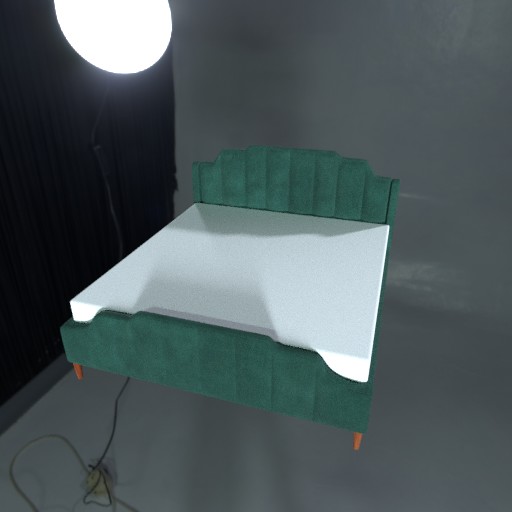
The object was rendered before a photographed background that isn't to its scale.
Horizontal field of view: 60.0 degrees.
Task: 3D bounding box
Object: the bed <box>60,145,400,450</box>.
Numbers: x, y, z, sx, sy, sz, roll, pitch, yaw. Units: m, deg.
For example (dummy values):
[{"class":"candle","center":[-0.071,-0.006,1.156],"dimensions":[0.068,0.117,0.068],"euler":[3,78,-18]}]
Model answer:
[{"class":"bed","center":[0.000,0.000,3.596],"dimensions":[2.074,1.245,2.340],"euler":[8,28,16]}]
